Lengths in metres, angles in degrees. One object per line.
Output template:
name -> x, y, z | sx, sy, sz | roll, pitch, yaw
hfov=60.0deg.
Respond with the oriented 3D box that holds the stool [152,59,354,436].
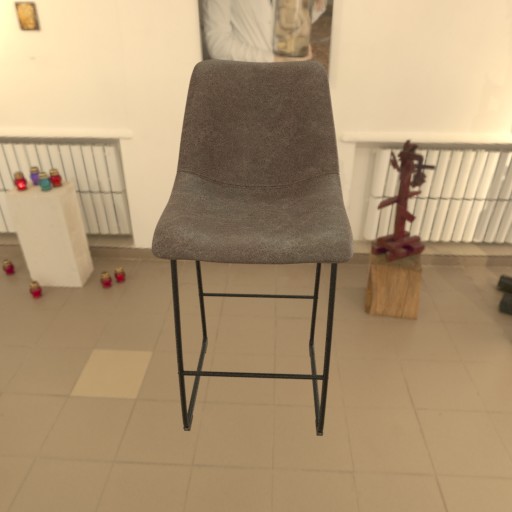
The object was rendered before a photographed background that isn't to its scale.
stool -> 0.000, 0.000, 1.401 | 0.514, 1.082, 0.561 | 1, 31, 2
